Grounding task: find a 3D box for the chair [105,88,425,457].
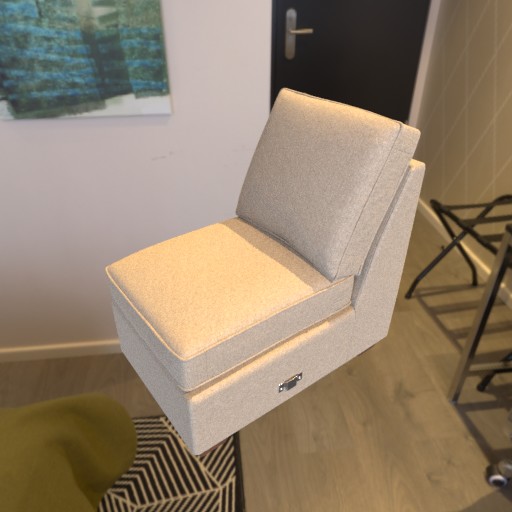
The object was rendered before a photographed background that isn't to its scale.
[{"bbox_3d":[0.000,0.000,1.719,1.020,1.058,0.674,-22,39,-30],"label":"chair"}]
